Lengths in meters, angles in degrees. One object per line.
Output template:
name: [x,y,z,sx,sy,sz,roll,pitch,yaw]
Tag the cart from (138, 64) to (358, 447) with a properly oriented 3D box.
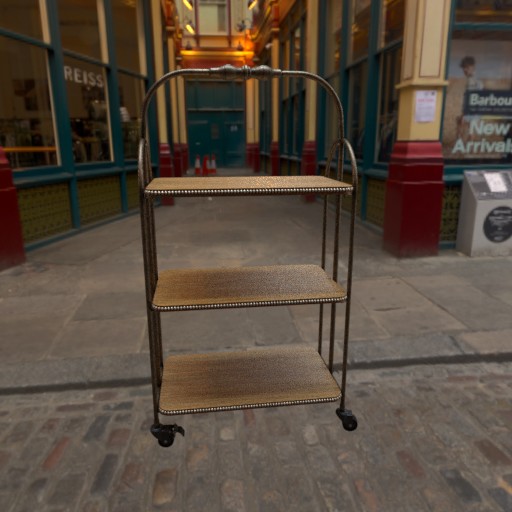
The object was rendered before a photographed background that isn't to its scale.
cart: [0.000,0.000,1.317,0.650,1.052,0.330,-2,15,-8]
